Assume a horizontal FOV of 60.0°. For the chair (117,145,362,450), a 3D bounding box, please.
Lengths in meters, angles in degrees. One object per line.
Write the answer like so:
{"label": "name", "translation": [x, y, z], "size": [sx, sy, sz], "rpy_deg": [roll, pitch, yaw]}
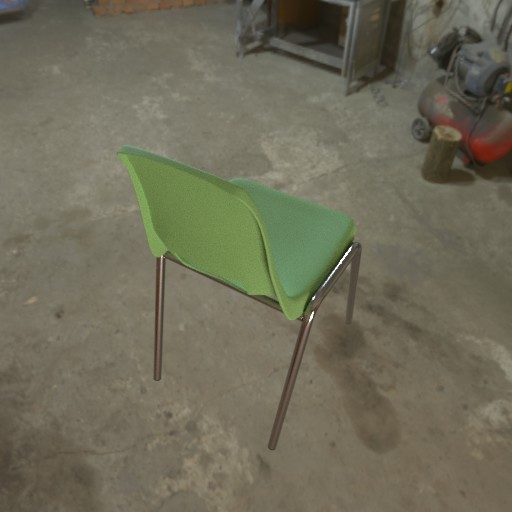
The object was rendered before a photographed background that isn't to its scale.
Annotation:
{"label": "chair", "translation": [0.000, 0.000, 0.948], "size": [0.381, 0.704, 0.436], "rpy_deg": [23, 50, 21]}
